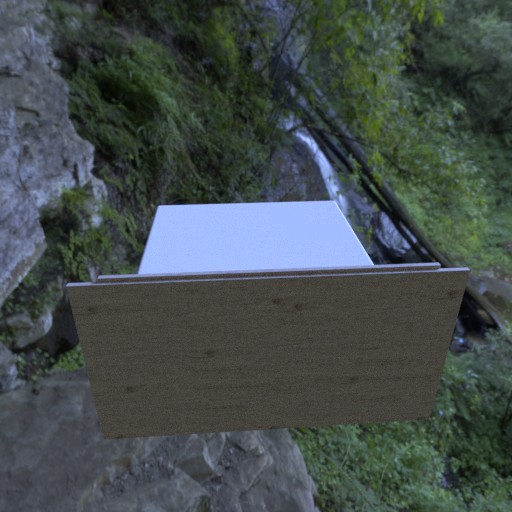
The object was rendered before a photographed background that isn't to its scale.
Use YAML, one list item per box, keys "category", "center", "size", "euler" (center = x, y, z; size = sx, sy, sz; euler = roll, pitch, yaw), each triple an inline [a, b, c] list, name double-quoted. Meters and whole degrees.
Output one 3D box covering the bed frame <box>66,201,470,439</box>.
- category: "bed frame"
  center: [0.000, 0.000, 3.044]
  size: [1.750, 0.970, 2.080]
  euler: [-2, 29, -4]
